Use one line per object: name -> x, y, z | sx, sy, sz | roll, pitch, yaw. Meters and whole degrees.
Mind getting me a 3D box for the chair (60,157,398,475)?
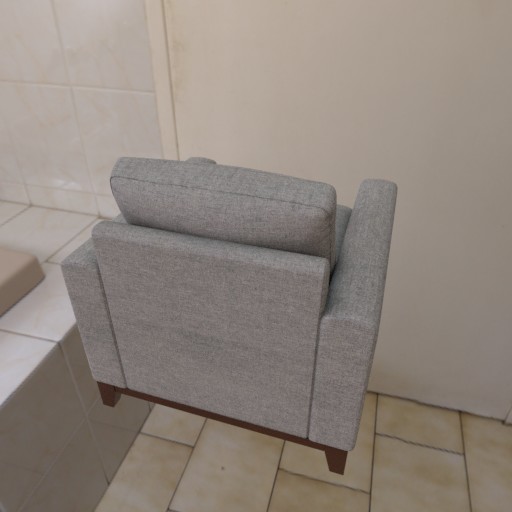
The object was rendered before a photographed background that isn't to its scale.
chair -> 0.000, 0.000, 1.824 | 1.024, 1.010, 1.038 | 10, 35, 15
